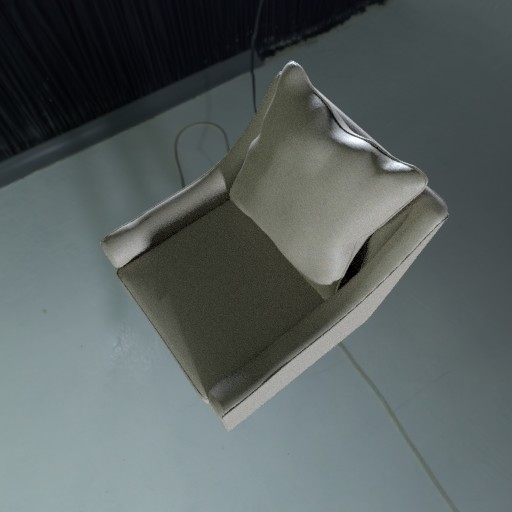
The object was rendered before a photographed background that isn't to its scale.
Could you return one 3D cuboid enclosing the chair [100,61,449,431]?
[{"bbox_3d":[0.000,0.000,1.593,0.876,0.942,0.760,-35,69,-16],"label":"chair"}]
